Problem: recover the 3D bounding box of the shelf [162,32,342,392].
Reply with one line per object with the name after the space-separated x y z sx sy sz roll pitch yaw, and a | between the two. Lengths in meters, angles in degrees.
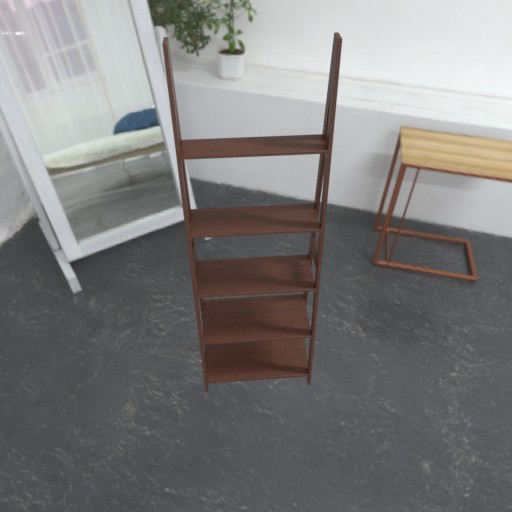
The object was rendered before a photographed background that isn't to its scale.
0.000 0.000 2.003 0.600 1.770 0.350 -3 45 -3 | shelf
